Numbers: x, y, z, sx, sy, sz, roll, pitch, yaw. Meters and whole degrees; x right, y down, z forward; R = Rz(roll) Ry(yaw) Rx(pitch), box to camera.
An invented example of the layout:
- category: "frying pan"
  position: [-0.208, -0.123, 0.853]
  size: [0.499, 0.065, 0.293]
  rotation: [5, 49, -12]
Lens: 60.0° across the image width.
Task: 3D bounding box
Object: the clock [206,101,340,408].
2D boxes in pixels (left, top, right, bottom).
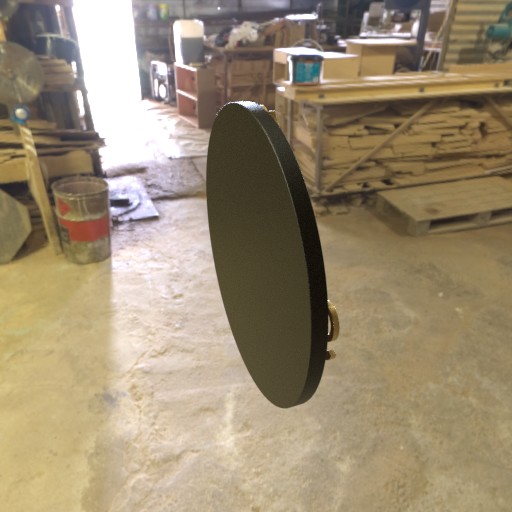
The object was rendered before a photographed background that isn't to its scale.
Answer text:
- category: "clock"
  position: [0.000, 0.000, 0.687]
  size: [0.038, 0.454, 0.454]
  rotation: [-10, 32, -17]
